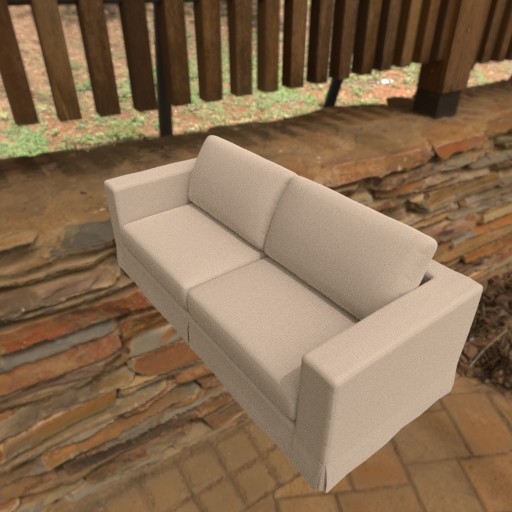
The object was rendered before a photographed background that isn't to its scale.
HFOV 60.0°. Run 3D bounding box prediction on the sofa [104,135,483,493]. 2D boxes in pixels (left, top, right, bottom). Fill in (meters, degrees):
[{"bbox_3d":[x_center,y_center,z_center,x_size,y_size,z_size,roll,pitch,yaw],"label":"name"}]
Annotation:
[{"bbox_3d":[0.000,0.000,2.549,0.954,0.881,2.163,-22,39,-30],"label":"sofa"}]
